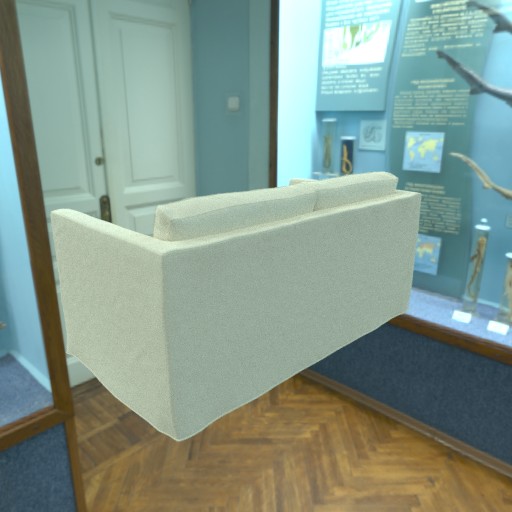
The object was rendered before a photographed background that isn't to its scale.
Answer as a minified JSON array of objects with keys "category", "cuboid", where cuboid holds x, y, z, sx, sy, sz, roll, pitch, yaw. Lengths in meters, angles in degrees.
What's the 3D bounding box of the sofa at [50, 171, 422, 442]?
[{"category":"sofa","cuboid":[0.000,0.000,2.338,1.746,0.834,0.962,-16,23,-42]}]
